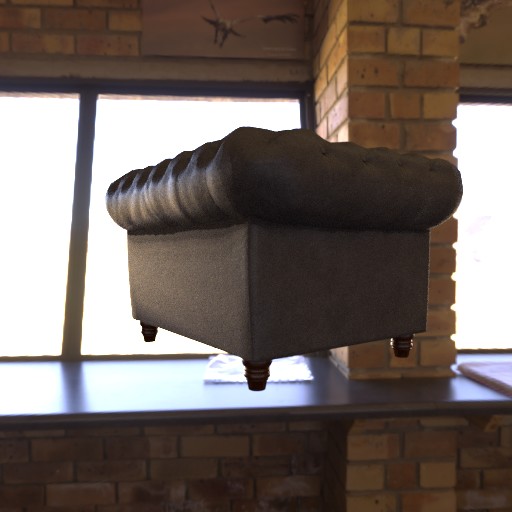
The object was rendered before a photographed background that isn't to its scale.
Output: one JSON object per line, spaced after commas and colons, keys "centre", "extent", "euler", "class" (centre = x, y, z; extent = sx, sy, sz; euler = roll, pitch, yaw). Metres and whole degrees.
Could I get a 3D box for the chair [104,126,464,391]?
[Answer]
{"centre": [0.000, 0.000, 1.835], "extent": [0.943, 0.780, 1.298], "euler": [-1, 1, -35], "class": "chair"}
